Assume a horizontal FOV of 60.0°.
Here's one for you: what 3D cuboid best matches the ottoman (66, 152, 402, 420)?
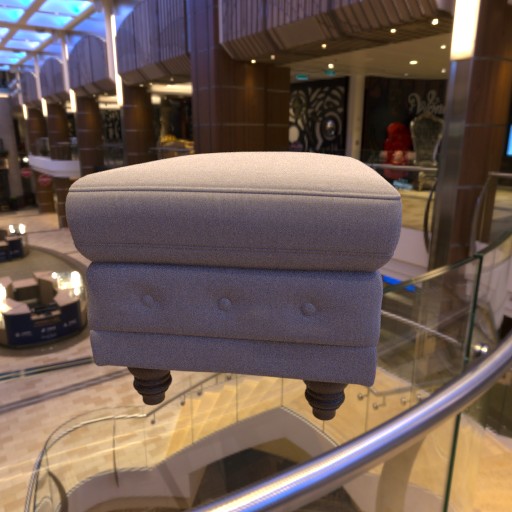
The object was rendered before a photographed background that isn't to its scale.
[{"bbox_3d":[0.000,0.000,1.115,0.569,0.500,0.771,2,15,8],"label":"ottoman"}]
